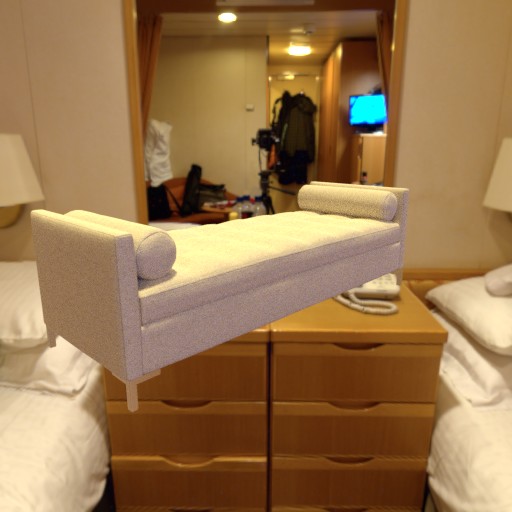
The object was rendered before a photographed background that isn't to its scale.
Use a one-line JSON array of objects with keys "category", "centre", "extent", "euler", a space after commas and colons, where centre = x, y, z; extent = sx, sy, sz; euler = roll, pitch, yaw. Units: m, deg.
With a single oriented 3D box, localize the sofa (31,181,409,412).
[{"category": "sofa", "centre": [0.000, 0.000, 2.488], "extent": [0.797, 0.655, 2.102], "euler": [14, 20, 43]}]
